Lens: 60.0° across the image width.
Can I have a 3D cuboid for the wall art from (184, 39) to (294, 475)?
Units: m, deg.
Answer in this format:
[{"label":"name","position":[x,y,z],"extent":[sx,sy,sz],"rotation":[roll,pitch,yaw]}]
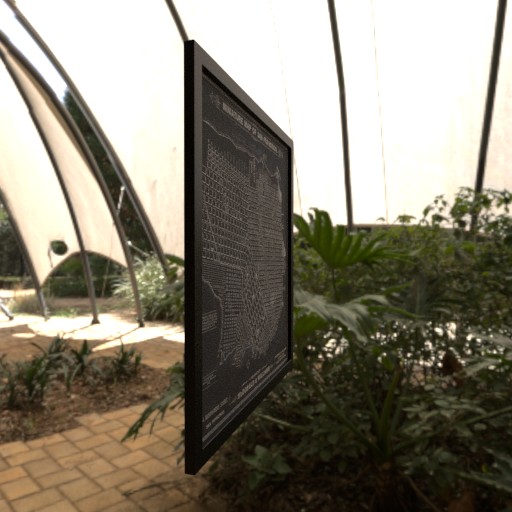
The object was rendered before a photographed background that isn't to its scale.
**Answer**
[{"label":"wall art","position":[0.000,0.000,0.684],"extent":[0.012,0.458,0.457],"rotation":[0,1,18]}]
